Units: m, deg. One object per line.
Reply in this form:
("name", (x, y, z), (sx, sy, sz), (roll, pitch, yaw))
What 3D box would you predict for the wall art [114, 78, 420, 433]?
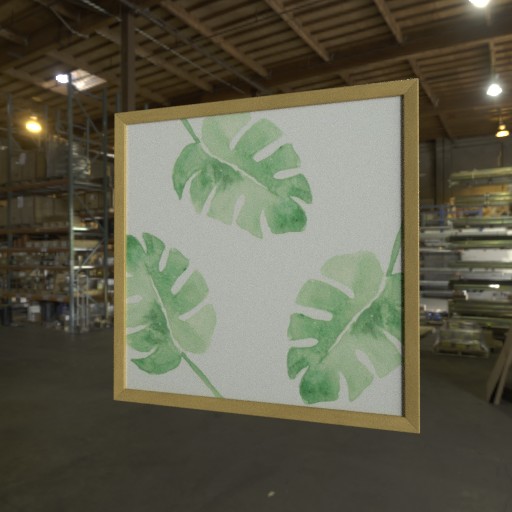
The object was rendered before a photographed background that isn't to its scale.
("wall art", (0.000, 0.000, 0.443), (0.305, 0.305, 0.038), (0, -1, 17))
